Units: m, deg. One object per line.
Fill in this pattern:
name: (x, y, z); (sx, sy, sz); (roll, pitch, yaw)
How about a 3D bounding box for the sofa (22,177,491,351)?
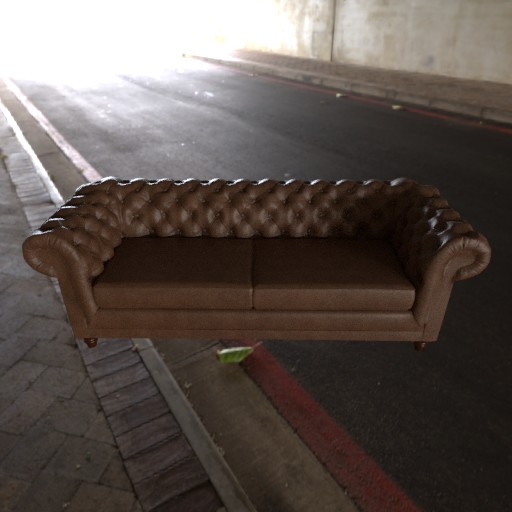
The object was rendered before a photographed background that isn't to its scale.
sofa: (0.000, 0.000, 2.755); (2.385, 0.783, 0.944); (0, 29, 1)
